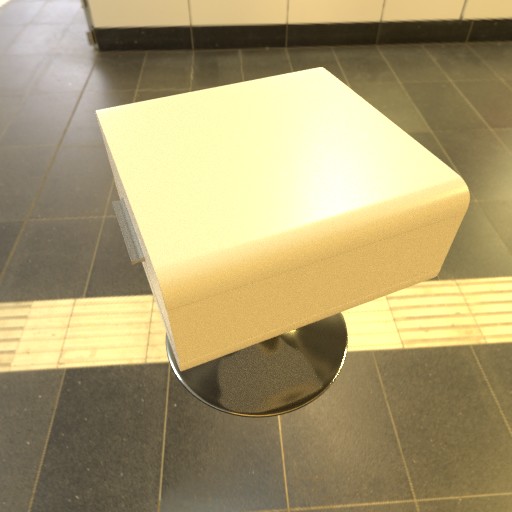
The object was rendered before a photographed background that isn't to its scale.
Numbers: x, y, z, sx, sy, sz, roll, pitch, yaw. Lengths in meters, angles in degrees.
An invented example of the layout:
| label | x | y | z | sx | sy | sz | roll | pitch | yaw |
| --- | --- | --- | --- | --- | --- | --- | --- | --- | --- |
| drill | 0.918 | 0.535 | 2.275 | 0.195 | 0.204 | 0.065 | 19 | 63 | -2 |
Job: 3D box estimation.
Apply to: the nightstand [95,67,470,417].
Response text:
| label | x | y | z | sx | sy | sz | roll | pitch | yaw |
| --- | --- | --- | --- | --- | --- | --- | --- | --- | --- |
| nightstand | 0.000 | 0.000 | 0.763 | 0.404 | 0.447 | 0.399 | -17 | 49 | -16 |
